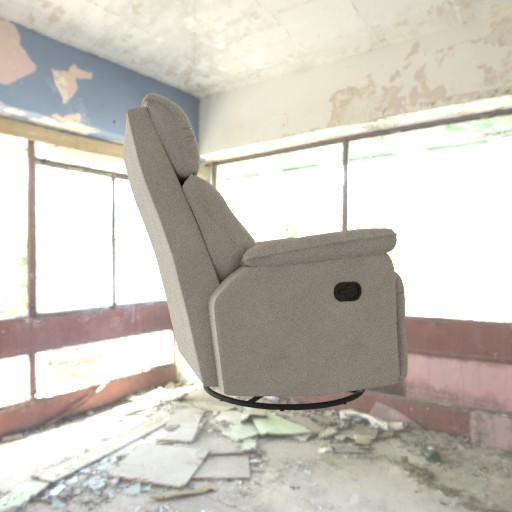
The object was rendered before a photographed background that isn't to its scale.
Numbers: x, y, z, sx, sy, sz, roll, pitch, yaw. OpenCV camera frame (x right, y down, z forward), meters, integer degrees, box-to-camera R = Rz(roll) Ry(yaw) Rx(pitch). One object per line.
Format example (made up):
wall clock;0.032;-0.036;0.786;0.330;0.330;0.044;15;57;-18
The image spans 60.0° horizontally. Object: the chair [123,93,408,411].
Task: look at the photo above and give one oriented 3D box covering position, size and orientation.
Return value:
chair;0.000;0.000;1.755;1.001;1.039;0.820;0;-1;-18
